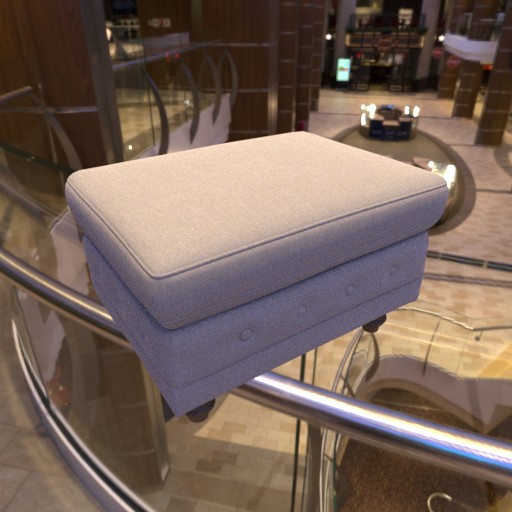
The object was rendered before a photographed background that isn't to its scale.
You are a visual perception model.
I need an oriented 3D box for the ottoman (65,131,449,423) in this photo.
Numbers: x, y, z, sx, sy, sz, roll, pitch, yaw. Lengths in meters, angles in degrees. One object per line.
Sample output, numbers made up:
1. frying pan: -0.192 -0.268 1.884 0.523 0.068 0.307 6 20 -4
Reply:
1. ottoman: 0.000 0.000 1.156 0.771 0.500 0.569 -18 34 -29
